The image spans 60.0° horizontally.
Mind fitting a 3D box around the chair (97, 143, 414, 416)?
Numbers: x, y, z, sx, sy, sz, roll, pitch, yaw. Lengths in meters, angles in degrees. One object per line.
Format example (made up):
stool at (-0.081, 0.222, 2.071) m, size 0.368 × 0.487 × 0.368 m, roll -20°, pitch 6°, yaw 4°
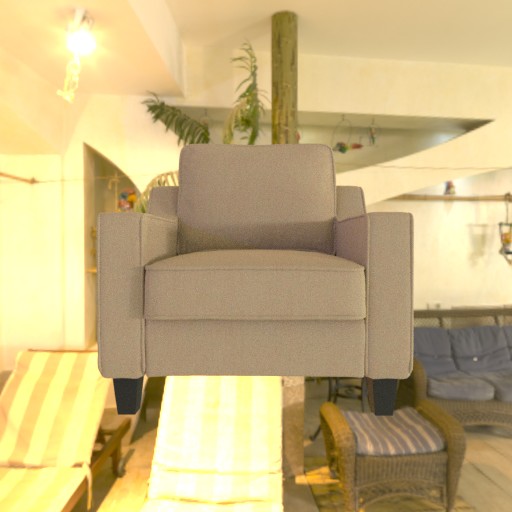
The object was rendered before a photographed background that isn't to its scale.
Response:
chair at (0.000, 0.000, 1.675) m, size 0.922 × 0.948 × 0.882 m, roll 0°, pitch 1°, yaw 1°
